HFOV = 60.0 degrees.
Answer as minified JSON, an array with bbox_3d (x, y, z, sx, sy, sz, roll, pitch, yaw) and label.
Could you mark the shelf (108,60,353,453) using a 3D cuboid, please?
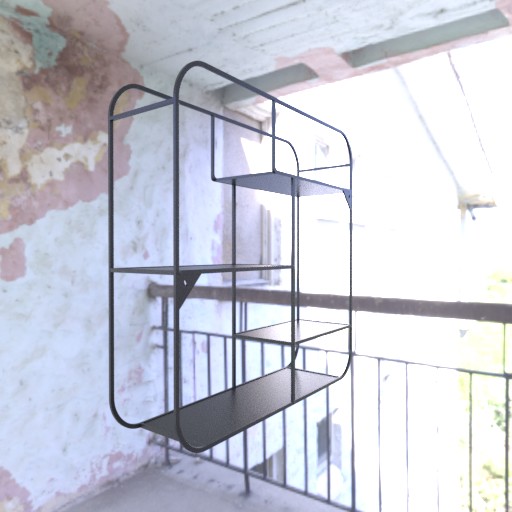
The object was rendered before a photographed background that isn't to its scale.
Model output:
[{"bbox_3d":[0.000,0.000,0.923,0.160,0.600,0.600,0,1,37],"label":"shelf"}]
